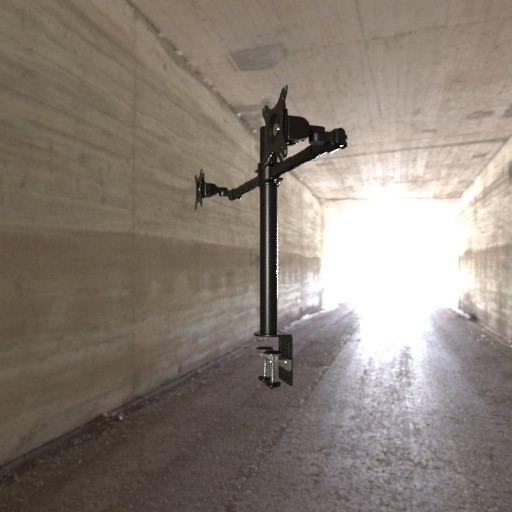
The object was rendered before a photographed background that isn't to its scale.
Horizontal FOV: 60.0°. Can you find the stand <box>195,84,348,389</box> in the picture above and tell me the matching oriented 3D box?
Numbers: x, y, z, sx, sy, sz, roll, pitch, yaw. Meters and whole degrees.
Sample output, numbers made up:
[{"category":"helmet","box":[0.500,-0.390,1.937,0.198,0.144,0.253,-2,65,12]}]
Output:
[{"category":"stand","box":[0.000,0.000,1.031,0.150,0.603,0.743,0,-1,-18]}]
